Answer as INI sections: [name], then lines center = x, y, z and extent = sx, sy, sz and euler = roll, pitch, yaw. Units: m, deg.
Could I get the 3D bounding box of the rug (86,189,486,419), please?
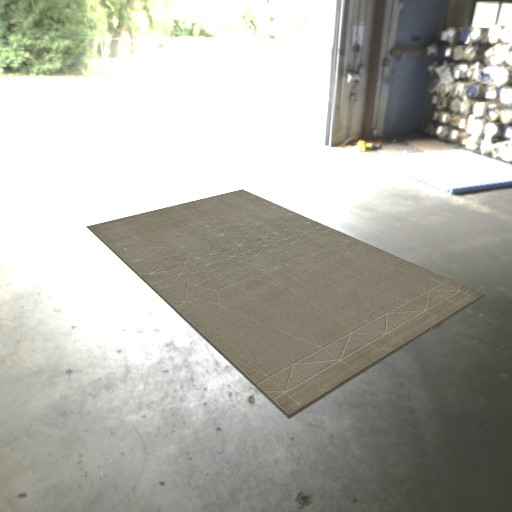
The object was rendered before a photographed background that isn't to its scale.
[rug]
center = 0.000, 0.000, 3.049
extent = 1.524, 0.012, 2.438
euler = -19, 33, -33
